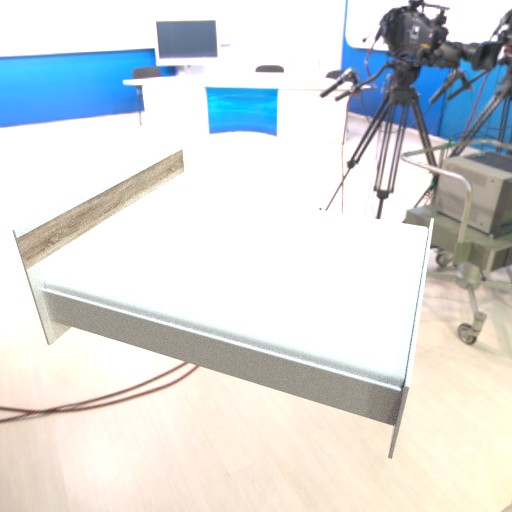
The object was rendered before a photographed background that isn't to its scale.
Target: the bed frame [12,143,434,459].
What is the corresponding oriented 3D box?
[{"bbox_3d":[0.000,0.000,2.872,2.060,0.800,1.720,12,32,19],"label":"bed frame"}]
